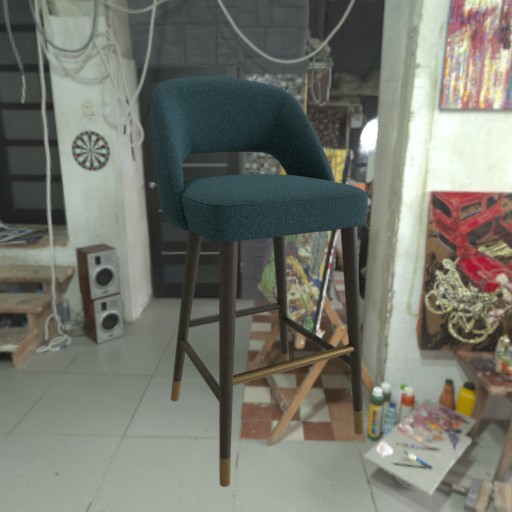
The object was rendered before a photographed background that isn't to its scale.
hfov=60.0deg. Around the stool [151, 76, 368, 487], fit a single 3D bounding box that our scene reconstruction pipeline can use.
[{"bbox_3d":[0.000,0.000,1.305,0.536,1.032,0.522,-8,17,-27],"label":"stool"}]
